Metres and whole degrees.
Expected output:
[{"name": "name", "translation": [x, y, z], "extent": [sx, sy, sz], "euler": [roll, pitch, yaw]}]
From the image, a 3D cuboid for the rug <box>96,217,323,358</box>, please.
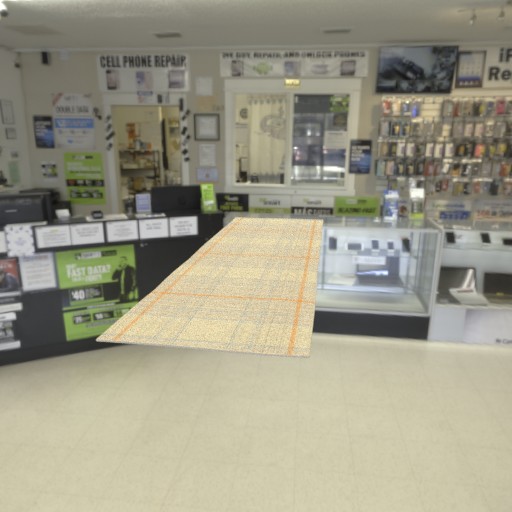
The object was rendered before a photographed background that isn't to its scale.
[{"name": "rug", "translation": [0.000, 0.000, 2.697], "extent": [0.770, 0.016, 2.442], "euler": [3, 16, 9]}]
